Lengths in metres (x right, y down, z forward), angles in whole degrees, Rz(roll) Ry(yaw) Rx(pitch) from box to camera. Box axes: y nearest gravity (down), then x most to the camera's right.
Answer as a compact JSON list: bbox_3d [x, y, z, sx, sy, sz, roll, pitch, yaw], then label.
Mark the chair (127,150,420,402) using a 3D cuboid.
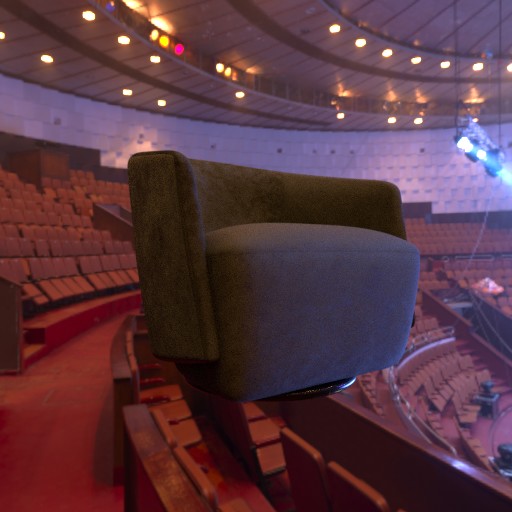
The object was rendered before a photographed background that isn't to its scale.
[{"bbox_3d":[0.000,0.000,1.364,0.773,0.698,0.767,0,1,-36],"label":"chair"}]
